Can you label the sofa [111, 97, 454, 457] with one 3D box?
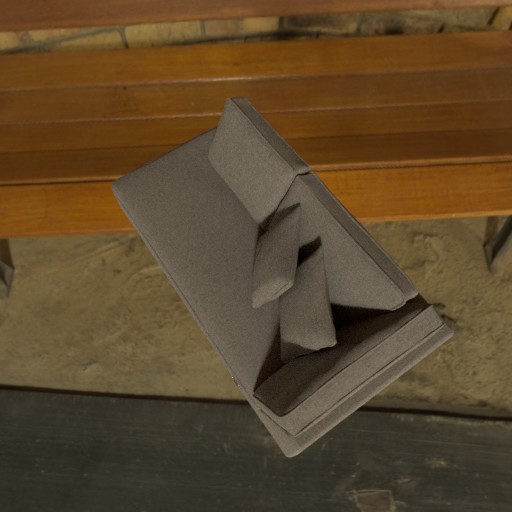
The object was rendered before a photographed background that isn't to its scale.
[{"bbox_3d":[0.000,0.000,2.930,1.110,1.033,2.237,-31,67,-15],"label":"sofa"}]
